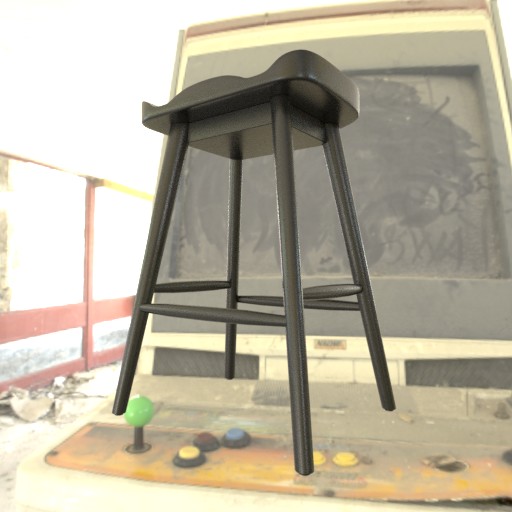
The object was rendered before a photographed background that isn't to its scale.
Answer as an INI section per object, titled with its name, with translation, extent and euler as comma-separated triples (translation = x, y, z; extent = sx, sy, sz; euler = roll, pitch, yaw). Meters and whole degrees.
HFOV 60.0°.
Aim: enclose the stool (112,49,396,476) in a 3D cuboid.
[stool]
translation = 0.000, 0.000, 0.879
extent = 0.440, 0.615, 0.361
euler = -1, -2, 36
